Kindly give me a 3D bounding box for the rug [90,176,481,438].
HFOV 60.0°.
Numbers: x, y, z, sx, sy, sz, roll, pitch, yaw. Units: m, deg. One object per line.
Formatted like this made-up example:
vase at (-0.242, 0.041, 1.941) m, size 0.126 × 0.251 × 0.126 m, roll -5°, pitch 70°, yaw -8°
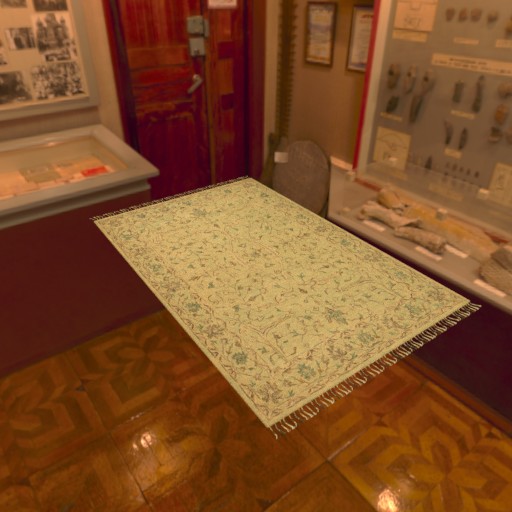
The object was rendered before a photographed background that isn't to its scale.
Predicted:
rug at (0.000, 0.000, 3.063) m, size 1.544 × 0.010 × 2.435 m, roll -21°, pitch 38°, yaw -29°
